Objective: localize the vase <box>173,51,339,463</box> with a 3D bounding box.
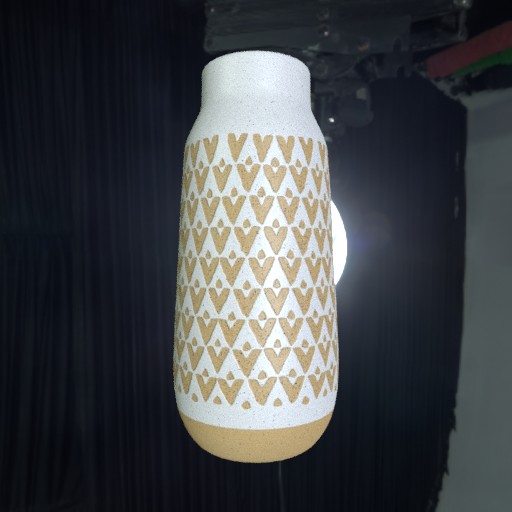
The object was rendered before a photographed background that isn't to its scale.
[{"bbox_3d":[0.000,0.000,0.375,0.137,0.307,0.137,0,0,0],"label":"vase"}]
